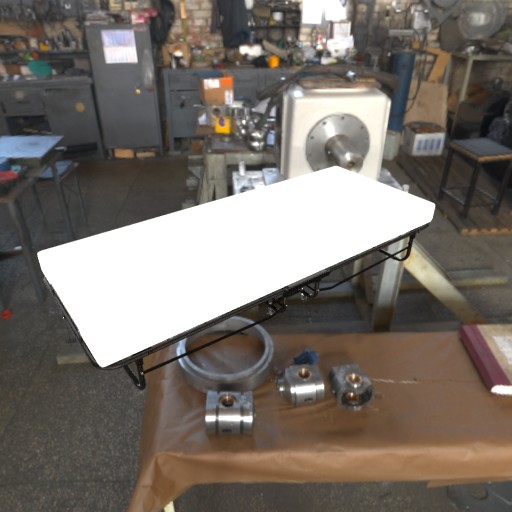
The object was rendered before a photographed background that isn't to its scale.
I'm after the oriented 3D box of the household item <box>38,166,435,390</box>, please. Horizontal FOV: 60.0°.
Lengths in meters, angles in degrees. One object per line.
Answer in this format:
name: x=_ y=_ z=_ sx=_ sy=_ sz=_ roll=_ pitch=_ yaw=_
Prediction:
household item: x=0.000 y=0.000 z=2.252 sx=1.905 sy=0.356 sz=0.787 roll=-21 pitch=37 yaw=-31
